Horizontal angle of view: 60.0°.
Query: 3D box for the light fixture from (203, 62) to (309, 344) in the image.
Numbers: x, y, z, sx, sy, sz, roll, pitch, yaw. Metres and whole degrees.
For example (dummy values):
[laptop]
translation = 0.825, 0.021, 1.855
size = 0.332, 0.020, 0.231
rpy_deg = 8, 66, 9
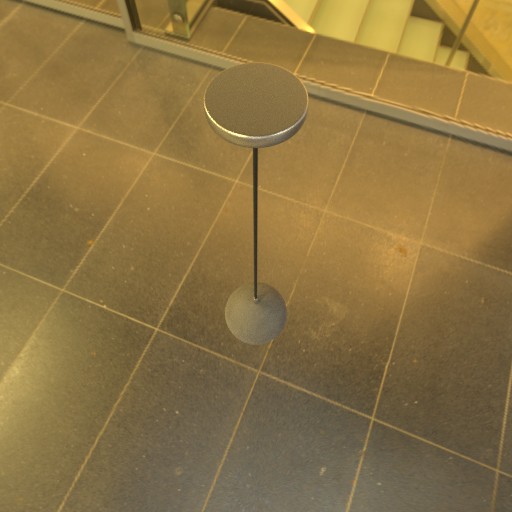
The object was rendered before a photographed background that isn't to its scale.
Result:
[light fixture]
translation = 0.000, 0.000, 0.833
size = 0.153, 0.760, 0.153
rpy_deg = 3, 62, 1
